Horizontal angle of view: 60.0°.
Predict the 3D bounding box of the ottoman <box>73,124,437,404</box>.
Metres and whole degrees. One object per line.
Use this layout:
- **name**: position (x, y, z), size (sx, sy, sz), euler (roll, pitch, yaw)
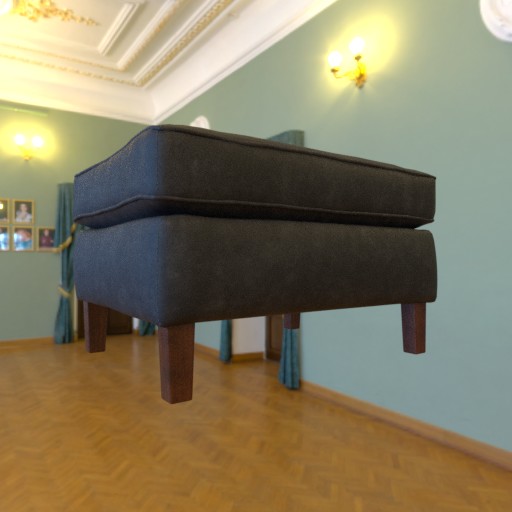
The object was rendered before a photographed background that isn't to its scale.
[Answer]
- **ottoman**: position (0.000, 0.000, 0.956), size (0.665, 0.413, 0.501), euler (0, -1, -35)
